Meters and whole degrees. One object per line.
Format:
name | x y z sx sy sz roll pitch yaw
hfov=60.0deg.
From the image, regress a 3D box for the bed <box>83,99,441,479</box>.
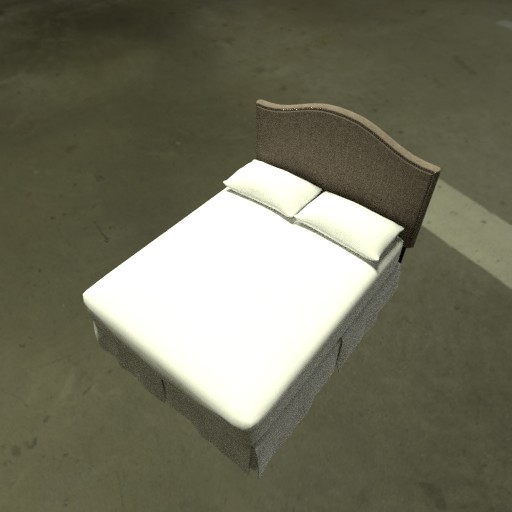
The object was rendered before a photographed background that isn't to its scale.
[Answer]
bed | 0.000 0.000 3.320 1.713 1.518 2.153 30 53 26
